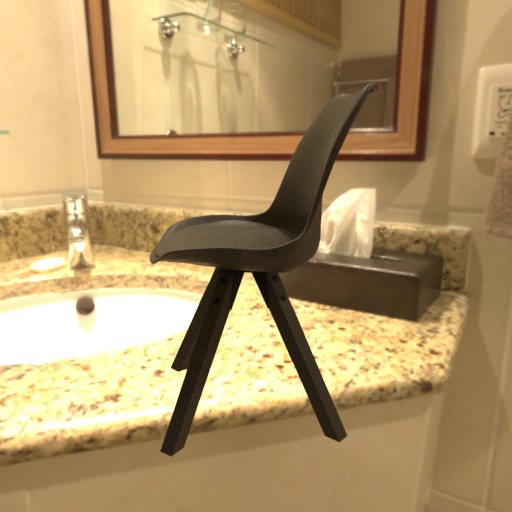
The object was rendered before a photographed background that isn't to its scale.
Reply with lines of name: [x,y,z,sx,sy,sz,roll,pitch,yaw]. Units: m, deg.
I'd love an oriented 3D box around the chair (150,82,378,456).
chair: [0.000,0.000,1.182,0.550,0.850,0.485,-2,14,-7]
